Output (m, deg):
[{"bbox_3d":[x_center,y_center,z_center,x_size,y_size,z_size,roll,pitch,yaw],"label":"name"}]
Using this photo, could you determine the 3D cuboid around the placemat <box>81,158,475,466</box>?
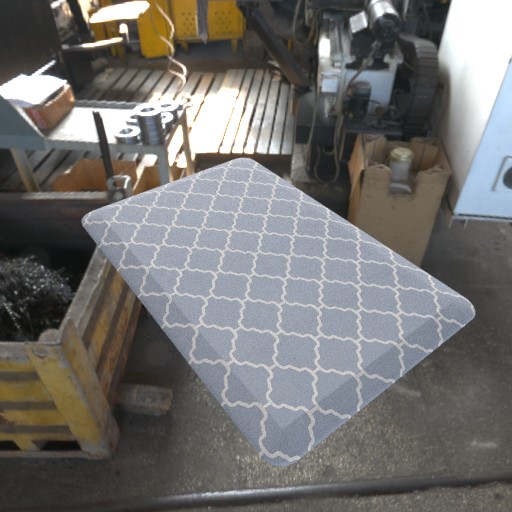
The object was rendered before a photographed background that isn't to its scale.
[{"bbox_3d":[0.000,0.000,0.951,0.508,0.021,0.762,-27,47,-27],"label":"placemat"}]
